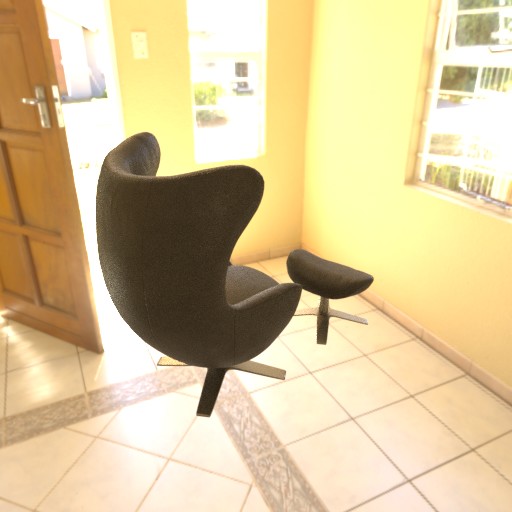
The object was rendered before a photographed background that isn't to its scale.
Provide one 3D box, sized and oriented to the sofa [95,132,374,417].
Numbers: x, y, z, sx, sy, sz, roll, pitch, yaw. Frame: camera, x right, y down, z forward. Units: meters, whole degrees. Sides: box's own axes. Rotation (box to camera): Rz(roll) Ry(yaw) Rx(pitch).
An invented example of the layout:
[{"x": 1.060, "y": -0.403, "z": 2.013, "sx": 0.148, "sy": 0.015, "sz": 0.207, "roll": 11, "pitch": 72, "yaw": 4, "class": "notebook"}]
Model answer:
[{"x": 0.000, "y": 0.000, "z": 2.153, "sx": 1.444, "sy": 1.135, "sz": 0.894, "roll": -17, "pitch": 30, "yaw": -32, "class": "sofa"}]
